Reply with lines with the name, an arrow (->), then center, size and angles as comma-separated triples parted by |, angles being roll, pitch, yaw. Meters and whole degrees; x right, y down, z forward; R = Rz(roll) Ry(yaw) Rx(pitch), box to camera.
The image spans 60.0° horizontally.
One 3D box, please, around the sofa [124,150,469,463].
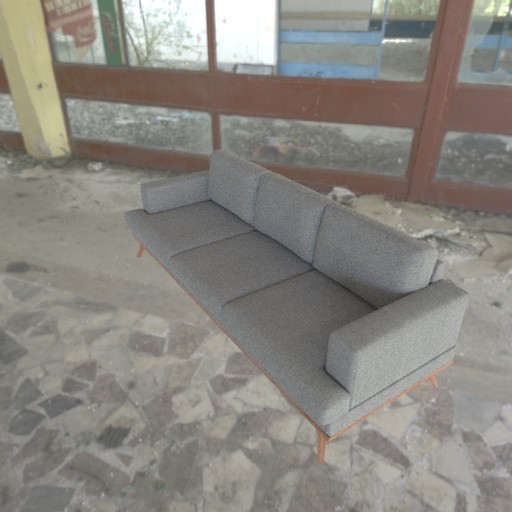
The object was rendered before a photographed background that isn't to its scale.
sofa -> 0.000, 0.000, 2.782 | 0.920, 0.810, 2.310 | -18, 34, -29
